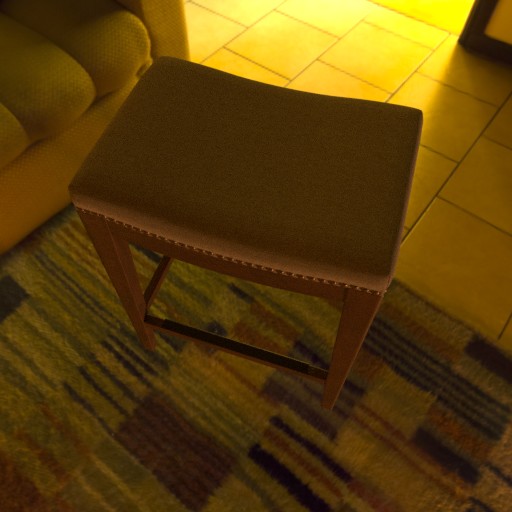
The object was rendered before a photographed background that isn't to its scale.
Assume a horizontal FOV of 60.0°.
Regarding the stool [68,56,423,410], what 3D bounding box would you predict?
[{"bbox_3d":[0.000,0.000,0.944,0.508,0.660,0.356,16,60,9],"label":"stool"}]
